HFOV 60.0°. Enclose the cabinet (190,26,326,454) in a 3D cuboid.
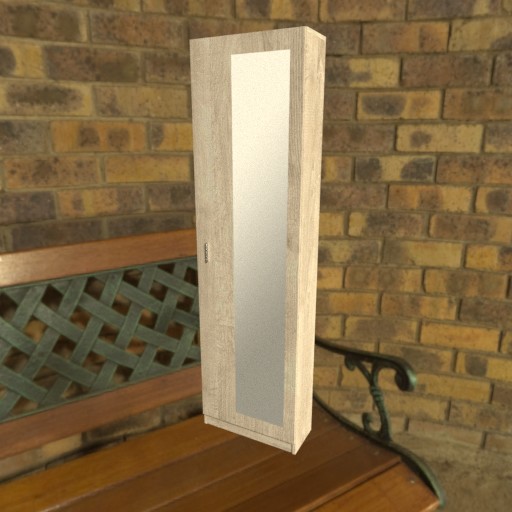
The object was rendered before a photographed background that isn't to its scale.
[{"bbox_3d":[0.000,0.000,1.991,0.500,1.790,0.230,8,17,27],"label":"cabinet"}]
